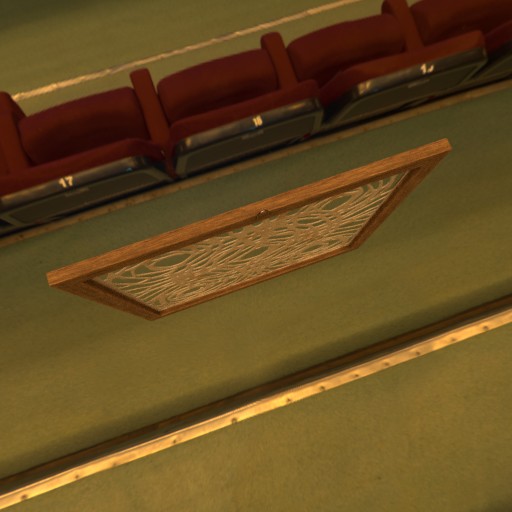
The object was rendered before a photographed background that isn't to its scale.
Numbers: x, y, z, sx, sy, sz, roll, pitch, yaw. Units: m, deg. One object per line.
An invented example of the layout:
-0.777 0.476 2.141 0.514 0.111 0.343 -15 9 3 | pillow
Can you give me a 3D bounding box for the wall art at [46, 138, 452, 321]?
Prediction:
0.000 0.000 0.849 0.561 0.576 0.021 -19 78 -4 | wall art
